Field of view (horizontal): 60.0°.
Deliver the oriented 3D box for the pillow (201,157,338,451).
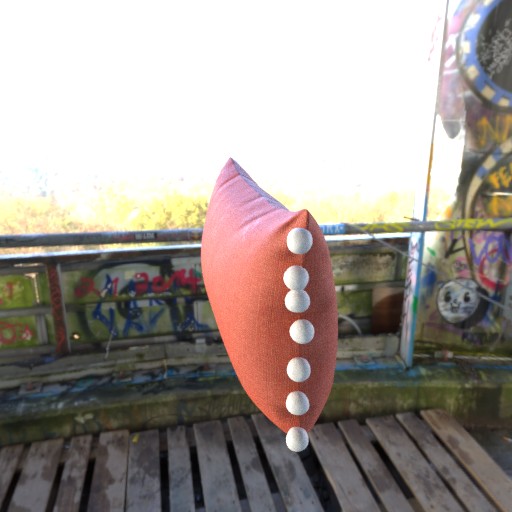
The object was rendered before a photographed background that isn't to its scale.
[{"bbox_3d":[0.000,0.000,0.834,0.201,0.322,0.709,-3,17,-10],"label":"pillow"}]
